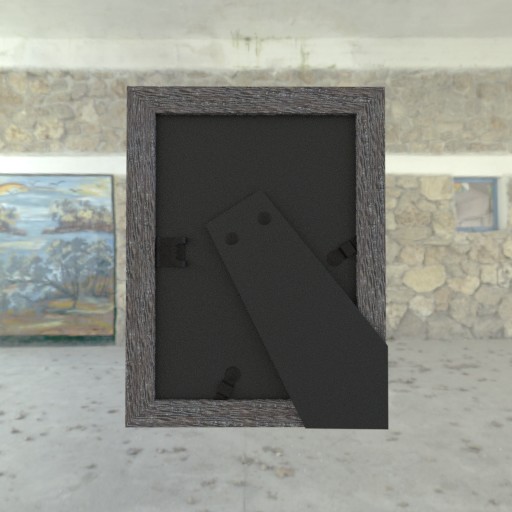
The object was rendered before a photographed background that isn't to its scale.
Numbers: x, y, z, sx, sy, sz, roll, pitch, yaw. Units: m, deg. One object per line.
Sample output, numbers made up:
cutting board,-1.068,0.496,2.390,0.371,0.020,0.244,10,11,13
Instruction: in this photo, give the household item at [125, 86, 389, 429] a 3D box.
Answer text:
household item,0.000,0.000,0.279,0.160,0.210,0.020,0,-1,0
